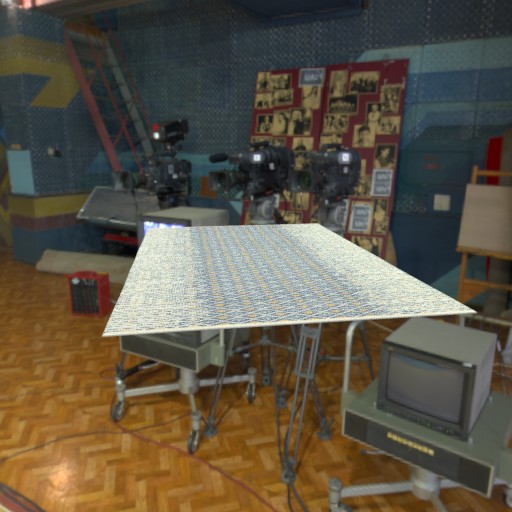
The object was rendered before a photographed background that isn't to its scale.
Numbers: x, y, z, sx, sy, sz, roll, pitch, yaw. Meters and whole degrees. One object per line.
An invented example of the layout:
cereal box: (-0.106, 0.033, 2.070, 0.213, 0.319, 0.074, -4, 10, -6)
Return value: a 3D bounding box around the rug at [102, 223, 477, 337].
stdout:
rug: (0.000, 0.000, 2.281, 1.219, 0.005, 1.828, -2, 14, -9)
